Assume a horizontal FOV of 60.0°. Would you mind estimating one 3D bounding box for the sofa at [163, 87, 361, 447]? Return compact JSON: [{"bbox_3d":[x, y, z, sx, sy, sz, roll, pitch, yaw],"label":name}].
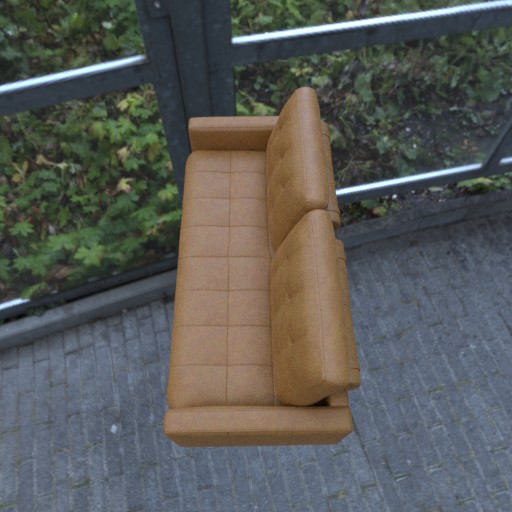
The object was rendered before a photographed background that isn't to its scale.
[{"bbox_3d":[0.000,0.000,2.341,0.850,0.898,1.821,-1,60,0],"label":"sofa"}]
